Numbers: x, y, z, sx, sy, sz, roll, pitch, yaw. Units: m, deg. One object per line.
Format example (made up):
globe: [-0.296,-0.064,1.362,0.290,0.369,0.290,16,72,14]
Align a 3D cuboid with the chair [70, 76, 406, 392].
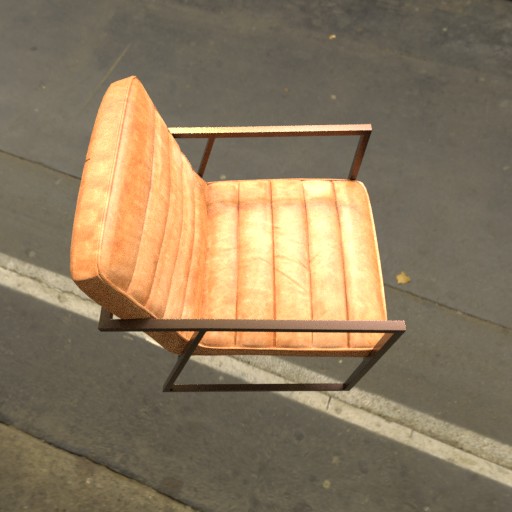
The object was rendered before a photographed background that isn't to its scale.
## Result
chair: [0.000,0.000,1.215,0.677,0.832,0.571,0,62,0]
